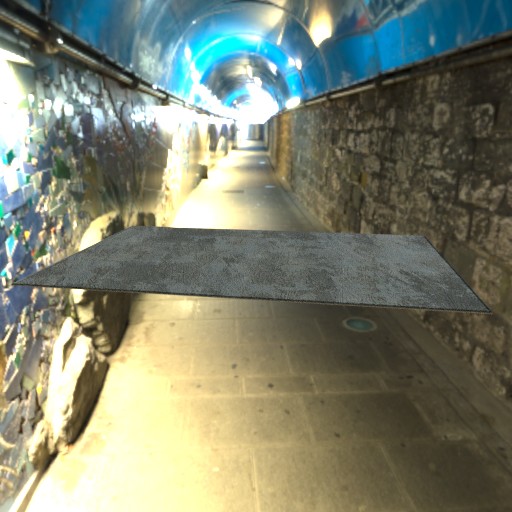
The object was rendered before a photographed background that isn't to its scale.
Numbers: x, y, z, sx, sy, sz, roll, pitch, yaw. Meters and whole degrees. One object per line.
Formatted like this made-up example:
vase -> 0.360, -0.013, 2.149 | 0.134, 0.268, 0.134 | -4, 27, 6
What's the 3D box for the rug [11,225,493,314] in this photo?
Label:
rug -> 0.000, 0.000, 2.931 | 2.431, 0.012, 1.536 | 3, 16, 9
